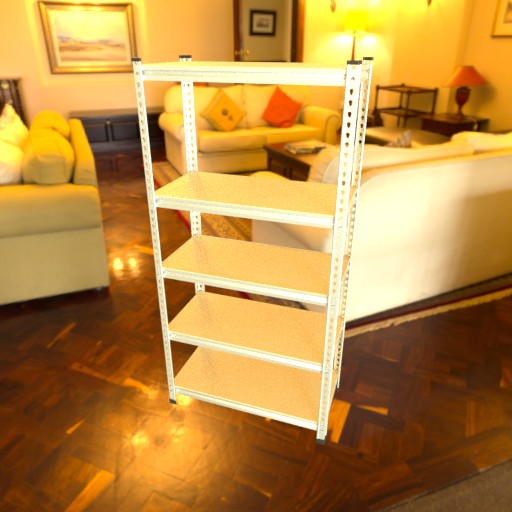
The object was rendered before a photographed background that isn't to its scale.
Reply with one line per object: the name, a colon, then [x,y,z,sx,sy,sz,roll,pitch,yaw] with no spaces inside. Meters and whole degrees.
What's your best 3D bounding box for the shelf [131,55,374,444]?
shelf: [0.000,0.000,2.235,0.914,1.829,0.457,9,27,17]
